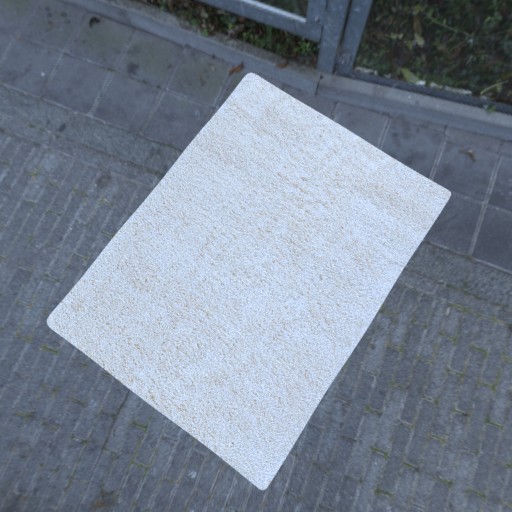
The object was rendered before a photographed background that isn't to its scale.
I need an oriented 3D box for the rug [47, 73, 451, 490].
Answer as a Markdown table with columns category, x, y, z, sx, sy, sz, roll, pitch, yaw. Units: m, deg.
| category | x | y | z | sx | sy | sz | roll | pitch | yaw |
| --- | --- | --- | --- | --- | --- | --- | --- | --- | --- |
| rug | 0.000 | 0.000 | 2.069 | 1.200 | 0.027 | 1.600 | 34 | 78 | 8 |
